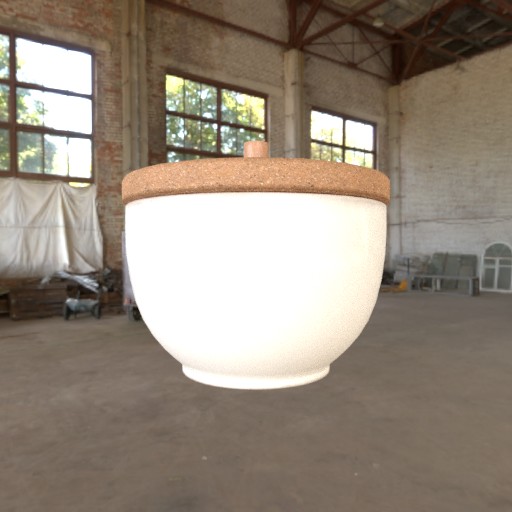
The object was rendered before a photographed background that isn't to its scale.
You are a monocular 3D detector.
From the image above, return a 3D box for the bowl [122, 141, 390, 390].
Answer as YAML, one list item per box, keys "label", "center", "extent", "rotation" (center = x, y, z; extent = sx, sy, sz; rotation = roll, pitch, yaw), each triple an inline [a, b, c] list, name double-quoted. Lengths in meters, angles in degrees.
- label: "bowl"
  center: [0.000, 0.000, 0.218]
  extent: [0.126, 0.110, 0.126]
  rotation: [0, 1, 0]
